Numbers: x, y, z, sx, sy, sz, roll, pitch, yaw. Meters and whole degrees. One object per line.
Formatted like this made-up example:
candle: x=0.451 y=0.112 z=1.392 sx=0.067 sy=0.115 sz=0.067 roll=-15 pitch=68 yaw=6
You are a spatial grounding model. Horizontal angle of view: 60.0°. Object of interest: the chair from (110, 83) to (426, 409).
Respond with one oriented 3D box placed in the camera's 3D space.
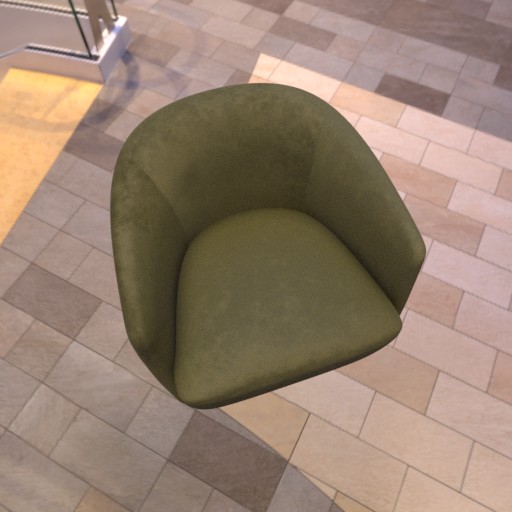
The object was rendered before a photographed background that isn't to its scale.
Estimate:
chair: x=0.000 y=0.000 z=1.371 sx=0.773 sy=0.698 sz=0.767 roll=-16 pitch=63 yaw=-9
